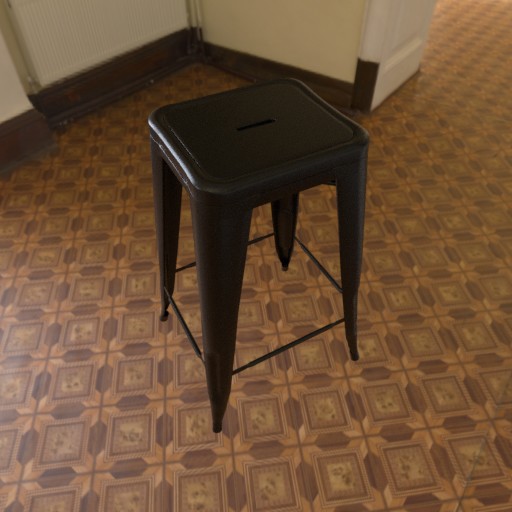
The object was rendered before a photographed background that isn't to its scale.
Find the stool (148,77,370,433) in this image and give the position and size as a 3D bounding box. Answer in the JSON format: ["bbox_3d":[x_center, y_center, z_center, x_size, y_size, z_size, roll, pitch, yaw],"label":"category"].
[{"bbox_3d":[0.000,0.000,0.918,0.455,0.609,0.423,-31,54,-26],"label":"stool"}]
